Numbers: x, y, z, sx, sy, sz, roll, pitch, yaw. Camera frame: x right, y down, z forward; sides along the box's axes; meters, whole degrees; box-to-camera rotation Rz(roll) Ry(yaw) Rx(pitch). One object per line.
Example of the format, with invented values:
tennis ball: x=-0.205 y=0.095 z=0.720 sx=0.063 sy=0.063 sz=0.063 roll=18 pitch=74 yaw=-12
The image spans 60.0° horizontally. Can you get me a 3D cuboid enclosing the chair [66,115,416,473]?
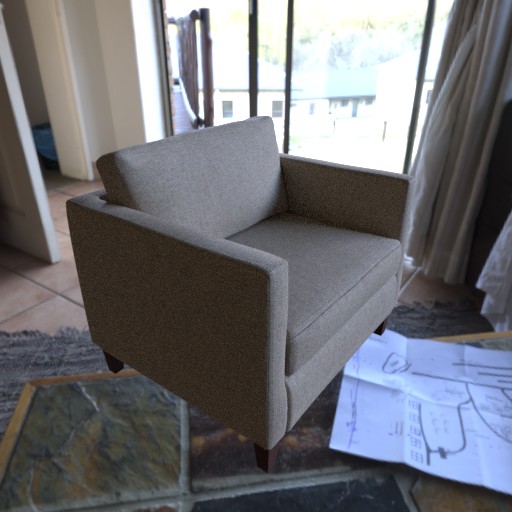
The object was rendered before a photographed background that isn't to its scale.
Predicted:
chair: x=0.000 y=0.000 z=1.850 sx=0.959 sy=0.987 sz=1.107 roll=18 pitch=32 yaw=33
